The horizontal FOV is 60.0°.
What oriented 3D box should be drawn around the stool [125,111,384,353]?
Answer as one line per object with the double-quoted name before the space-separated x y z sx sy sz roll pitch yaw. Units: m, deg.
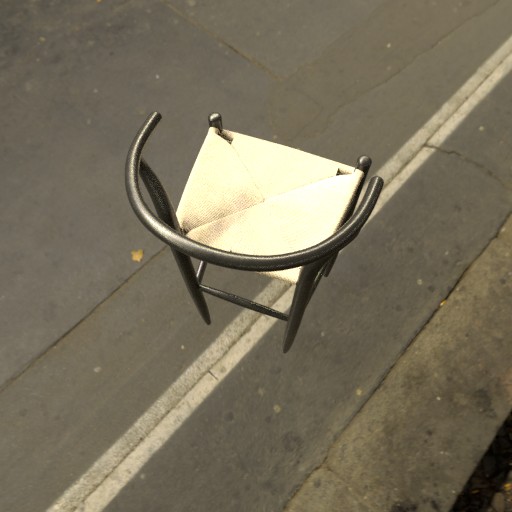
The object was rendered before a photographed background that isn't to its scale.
"stool" 0.000 0.000 1.427 0.569 1.072 0.579 19 65 9
